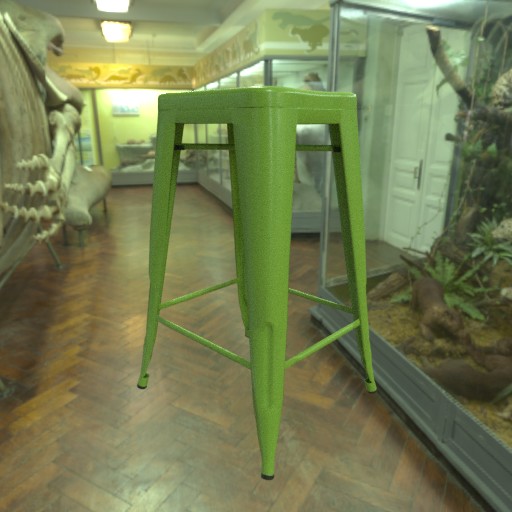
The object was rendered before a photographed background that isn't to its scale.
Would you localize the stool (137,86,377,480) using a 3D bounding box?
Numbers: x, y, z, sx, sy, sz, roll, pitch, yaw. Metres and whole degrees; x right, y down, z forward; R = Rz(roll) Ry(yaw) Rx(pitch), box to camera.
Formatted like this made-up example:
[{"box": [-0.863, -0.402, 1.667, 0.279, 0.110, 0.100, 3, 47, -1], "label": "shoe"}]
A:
[{"box": [0.000, 0.000, 0.881, 0.398, 0.609, 0.358, 16, 23, 42], "label": "stool"}]
